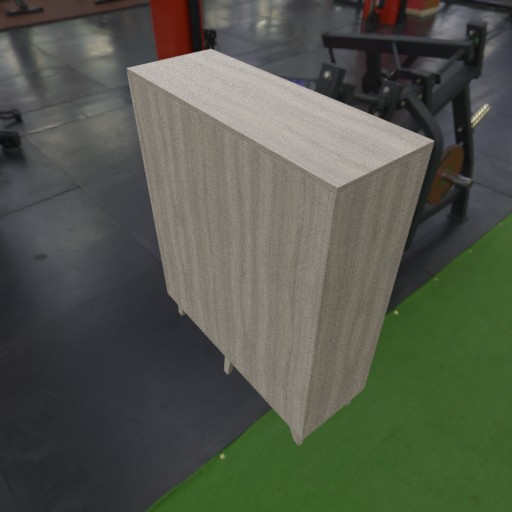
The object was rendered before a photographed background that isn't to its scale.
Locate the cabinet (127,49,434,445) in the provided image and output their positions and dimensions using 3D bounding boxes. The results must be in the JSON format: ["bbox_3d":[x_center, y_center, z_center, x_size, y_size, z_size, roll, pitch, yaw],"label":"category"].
[{"bbox_3d":[0.000,0.000,1.934,0.398,1.388,1.111,-28,48,-28],"label":"cabinet"}]
